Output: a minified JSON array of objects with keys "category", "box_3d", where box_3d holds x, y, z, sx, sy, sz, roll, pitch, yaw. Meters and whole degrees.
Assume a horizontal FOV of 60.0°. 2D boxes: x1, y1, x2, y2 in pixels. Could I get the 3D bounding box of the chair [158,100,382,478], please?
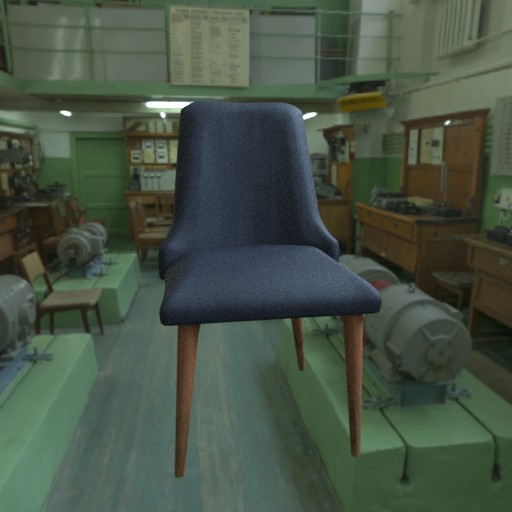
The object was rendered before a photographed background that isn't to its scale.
[{"category":"chair","box_3d":[0.000,0.000,1.152,0.504,0.820,0.567,-2,13,-9]}]
